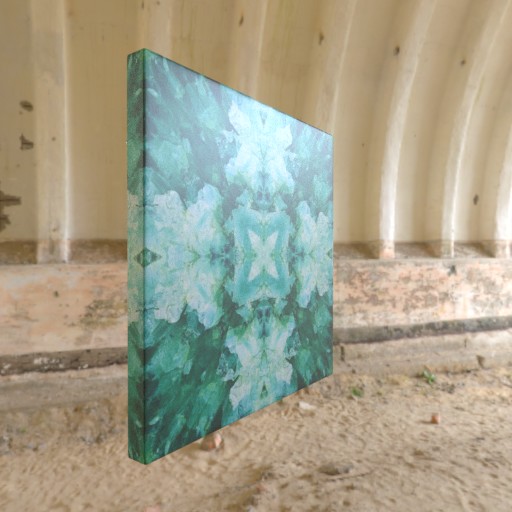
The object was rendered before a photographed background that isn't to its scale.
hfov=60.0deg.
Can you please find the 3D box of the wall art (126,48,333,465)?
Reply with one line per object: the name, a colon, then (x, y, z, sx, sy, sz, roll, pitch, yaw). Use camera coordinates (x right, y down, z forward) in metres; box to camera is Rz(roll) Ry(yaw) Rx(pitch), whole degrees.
wall art: (0.000, 0.000, 0.750, 0.038, 0.508, 0.507, 0, 1, 36)
